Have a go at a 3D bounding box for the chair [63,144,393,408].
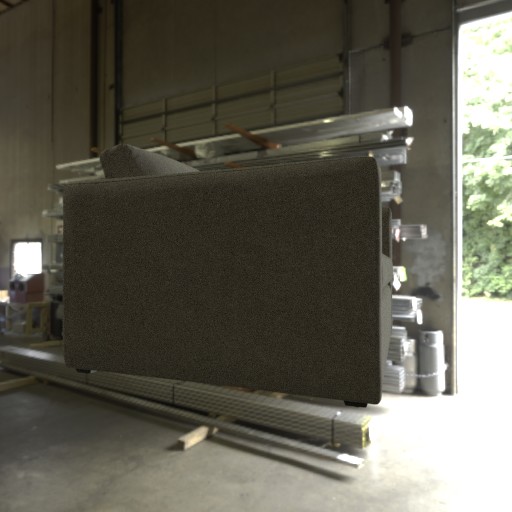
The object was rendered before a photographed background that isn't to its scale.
[{"bbox_3d":[0.000,0.000,1.843,1.091,0.845,1.190,0,-1,18],"label":"chair"}]
